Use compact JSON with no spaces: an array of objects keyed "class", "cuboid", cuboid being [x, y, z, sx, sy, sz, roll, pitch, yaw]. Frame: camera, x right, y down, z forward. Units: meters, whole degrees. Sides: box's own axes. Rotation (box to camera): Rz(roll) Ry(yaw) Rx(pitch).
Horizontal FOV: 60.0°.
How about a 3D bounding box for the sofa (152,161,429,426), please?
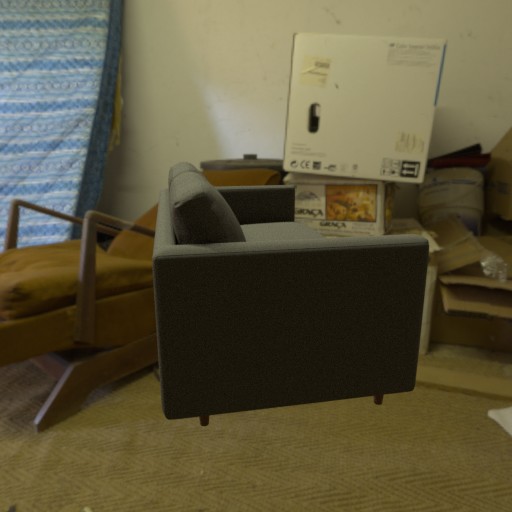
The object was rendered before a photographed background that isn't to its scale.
[{"class":"sofa","cuboid":[0.000,0.000,2.217,0.940,0.866,1.713,-3,16,-11]}]
